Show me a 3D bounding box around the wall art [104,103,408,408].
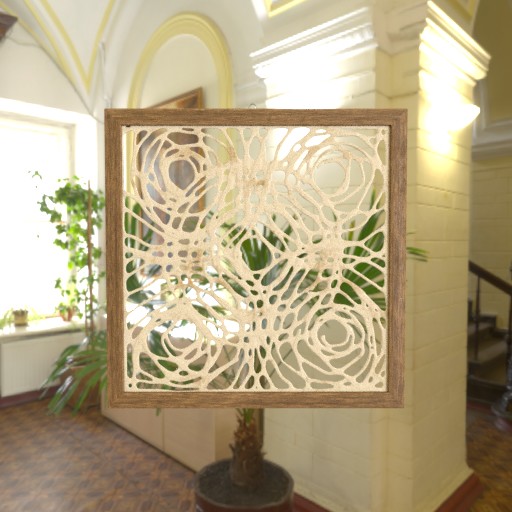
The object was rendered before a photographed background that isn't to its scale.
[{"bbox_3d":[0.000,0.000,0.837,0.561,0.576,0.021,0,2,0],"label":"wall art"}]
